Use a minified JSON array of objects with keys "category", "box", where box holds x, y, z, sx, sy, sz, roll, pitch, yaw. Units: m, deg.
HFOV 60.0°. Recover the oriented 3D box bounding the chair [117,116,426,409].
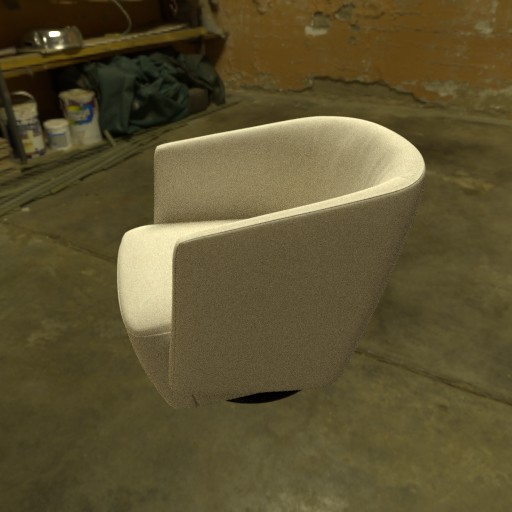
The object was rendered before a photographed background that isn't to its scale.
[{"category":"chair","box":[0.000,0.000,1.633,0.986,0.861,0.822,-8,33,-12]}]
